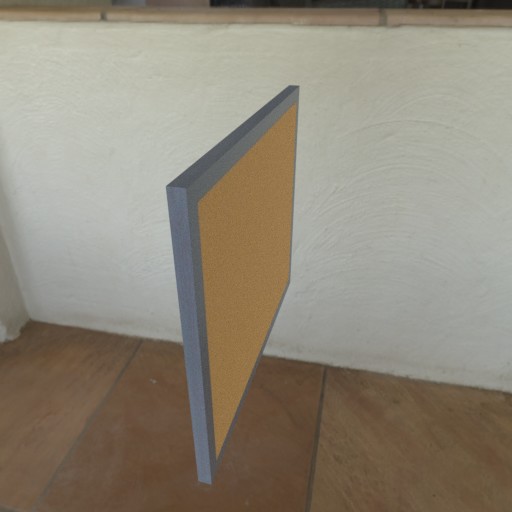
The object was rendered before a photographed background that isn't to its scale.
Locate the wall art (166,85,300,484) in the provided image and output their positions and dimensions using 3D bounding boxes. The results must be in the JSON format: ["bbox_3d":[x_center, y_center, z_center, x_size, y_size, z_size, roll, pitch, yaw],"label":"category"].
[{"bbox_3d":[0.000,0.000,0.915,0.026,0.558,0.660,8,32,14],"label":"wall art"}]
